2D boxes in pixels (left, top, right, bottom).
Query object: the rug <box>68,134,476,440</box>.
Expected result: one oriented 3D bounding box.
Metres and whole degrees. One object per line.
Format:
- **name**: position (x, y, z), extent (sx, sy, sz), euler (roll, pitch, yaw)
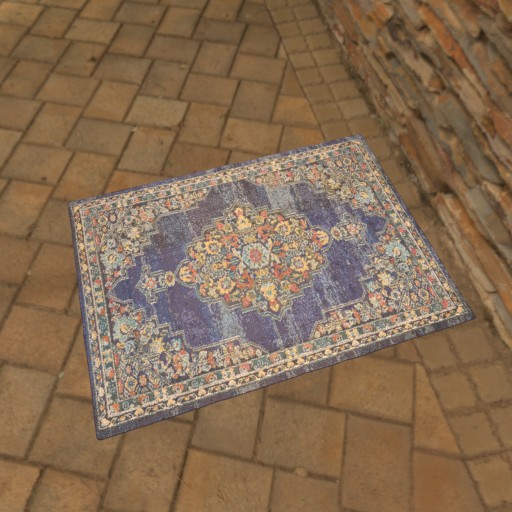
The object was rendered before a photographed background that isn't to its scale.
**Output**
- **rug**: position (0.000, 0.000, 2.848), extent (2.232, 0.009, 1.630), euler (-15, 60, -9)
